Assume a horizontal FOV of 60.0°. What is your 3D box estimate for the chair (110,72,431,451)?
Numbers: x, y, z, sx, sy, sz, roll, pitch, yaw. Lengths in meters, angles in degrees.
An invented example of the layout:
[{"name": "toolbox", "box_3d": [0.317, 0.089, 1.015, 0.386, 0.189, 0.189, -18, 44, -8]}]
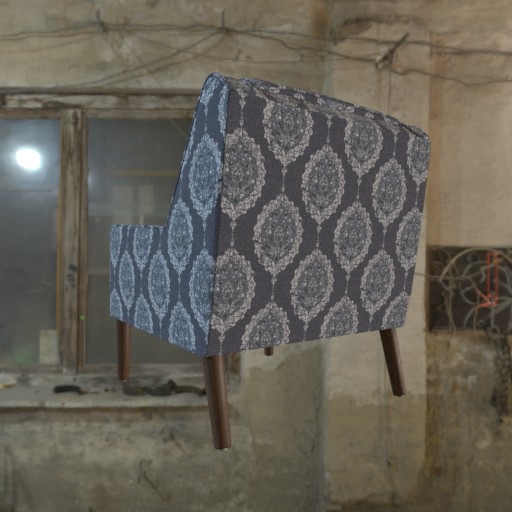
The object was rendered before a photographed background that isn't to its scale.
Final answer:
[{"name": "chair", "box_3d": [0.000, 0.000, 1.316, 0.663, 0.792, 0.743, 0, 1, -35]}]
